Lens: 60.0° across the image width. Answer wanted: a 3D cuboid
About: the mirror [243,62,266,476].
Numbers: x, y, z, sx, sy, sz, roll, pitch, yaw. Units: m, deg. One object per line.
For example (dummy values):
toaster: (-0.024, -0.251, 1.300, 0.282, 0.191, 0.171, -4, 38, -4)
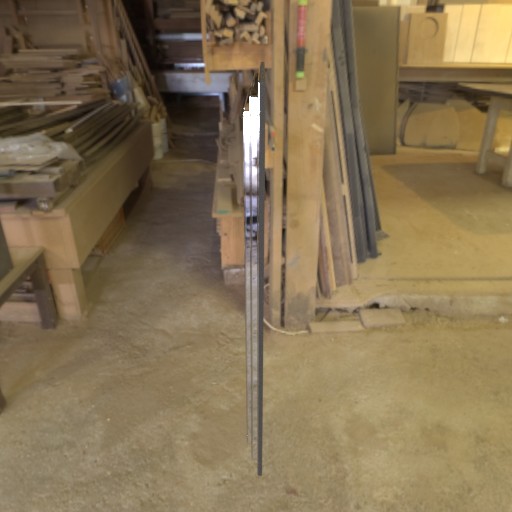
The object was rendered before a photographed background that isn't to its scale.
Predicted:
mirror: (0.000, 0.000, 1.172, 0.039, 0.914, 0.613, 0, 26, 1)
